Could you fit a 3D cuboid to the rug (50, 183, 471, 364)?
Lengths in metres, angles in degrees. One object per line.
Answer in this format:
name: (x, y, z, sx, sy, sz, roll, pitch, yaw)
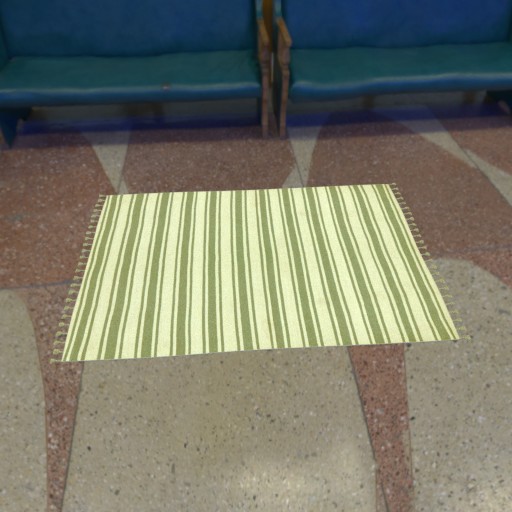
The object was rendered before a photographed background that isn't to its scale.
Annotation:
rug: (0.000, 0.000, 3.064, 2.435, 0.018, 1.540, -3, 45, -3)
